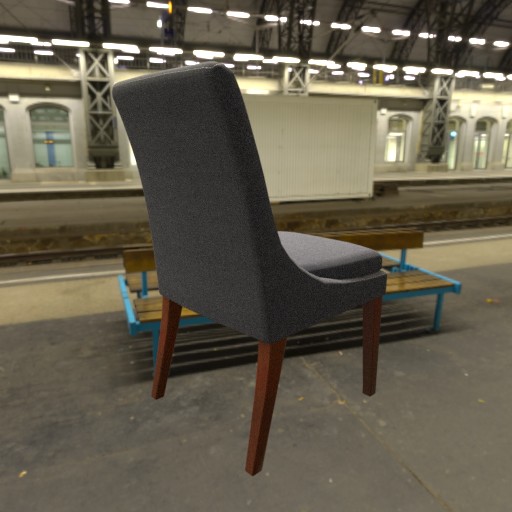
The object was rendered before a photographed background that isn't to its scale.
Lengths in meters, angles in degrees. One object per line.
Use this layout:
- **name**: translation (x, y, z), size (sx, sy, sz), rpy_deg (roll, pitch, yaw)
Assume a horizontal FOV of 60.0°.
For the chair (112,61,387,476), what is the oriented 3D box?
- **chair**: translation (0.000, 0.000, 1.310), size (0.655, 0.952, 0.508), rpy_deg (-13, 19, -41)
